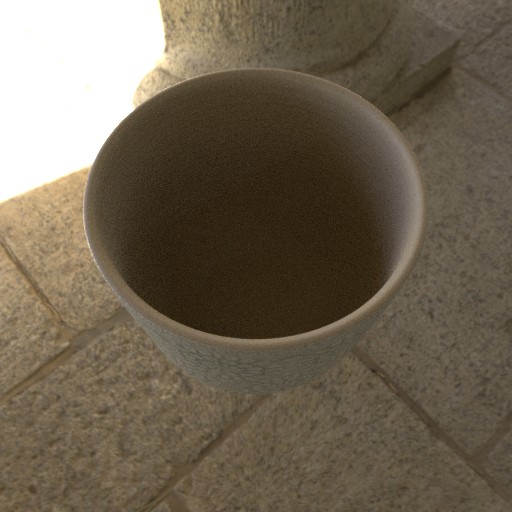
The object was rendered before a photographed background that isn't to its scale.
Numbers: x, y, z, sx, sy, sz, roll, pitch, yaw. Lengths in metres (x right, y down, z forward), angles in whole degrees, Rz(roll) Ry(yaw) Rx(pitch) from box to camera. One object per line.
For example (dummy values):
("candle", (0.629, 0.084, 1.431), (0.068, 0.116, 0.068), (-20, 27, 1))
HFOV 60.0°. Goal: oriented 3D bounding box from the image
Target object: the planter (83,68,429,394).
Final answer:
("planter", (0.000, 0.000, 0.286), (0.169, 0.153, 0.169), (0, 62, 0))
